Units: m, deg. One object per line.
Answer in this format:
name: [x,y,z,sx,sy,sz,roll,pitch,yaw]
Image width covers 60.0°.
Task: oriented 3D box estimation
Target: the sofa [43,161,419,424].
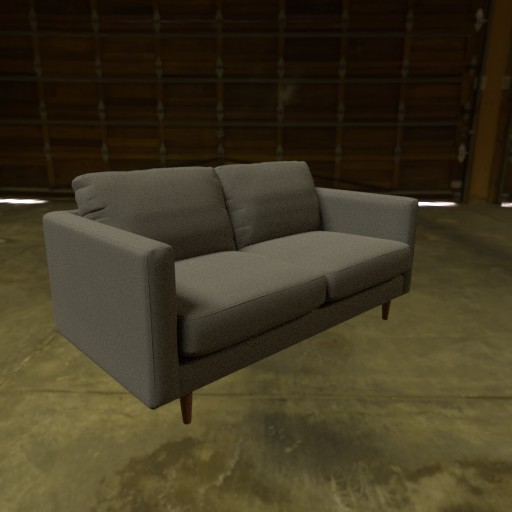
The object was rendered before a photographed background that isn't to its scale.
sofa: [0.000,0.000,2.224,1.713,0.866,0.940,-14,21,-42]
